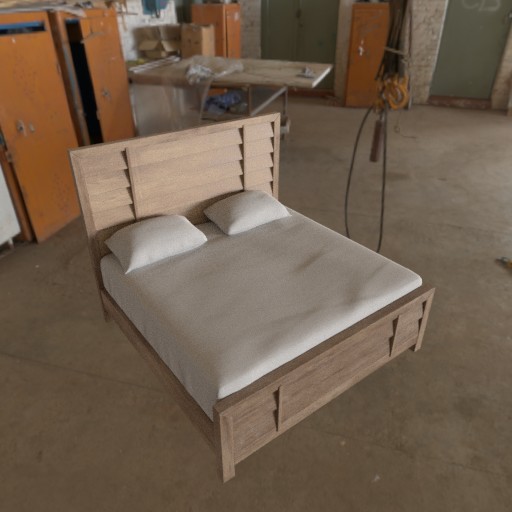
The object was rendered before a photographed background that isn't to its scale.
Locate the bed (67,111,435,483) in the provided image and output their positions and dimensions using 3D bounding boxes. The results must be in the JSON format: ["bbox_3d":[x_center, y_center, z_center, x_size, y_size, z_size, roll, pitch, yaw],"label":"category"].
[{"bbox_3d":[0.000,0.000,3.571,2.032,1.626,2.032,-21,37,-31],"label":"bed"}]
